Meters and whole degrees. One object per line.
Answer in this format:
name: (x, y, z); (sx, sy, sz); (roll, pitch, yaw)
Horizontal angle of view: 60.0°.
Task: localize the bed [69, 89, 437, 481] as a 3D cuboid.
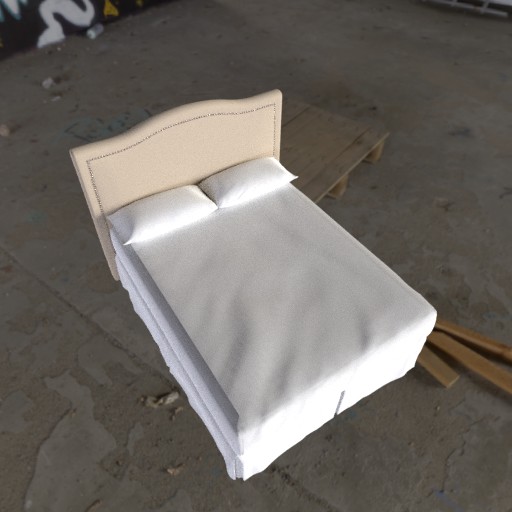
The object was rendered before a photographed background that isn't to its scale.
bed: (0.000, 0.000, 3.228); (1.753, 1.460, 2.143); (-24, 50, -22)
